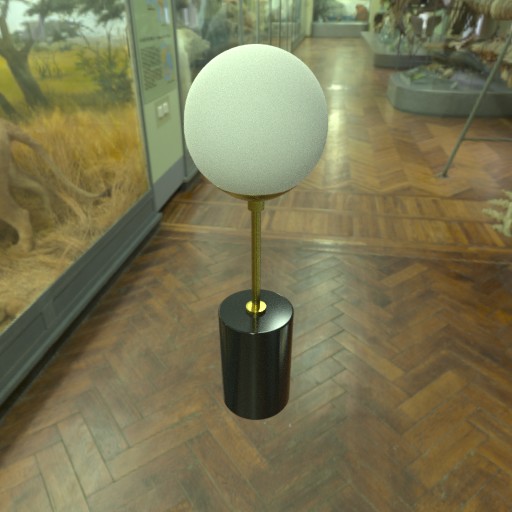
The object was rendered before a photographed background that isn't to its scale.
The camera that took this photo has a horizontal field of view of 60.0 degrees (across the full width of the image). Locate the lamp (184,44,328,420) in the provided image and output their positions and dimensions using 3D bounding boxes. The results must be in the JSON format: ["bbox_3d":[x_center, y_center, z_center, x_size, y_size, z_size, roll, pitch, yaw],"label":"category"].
[{"bbox_3d":[0.000,0.000,0.556,0.153,0.480,0.153,0,30,0],"label":"lamp"}]
